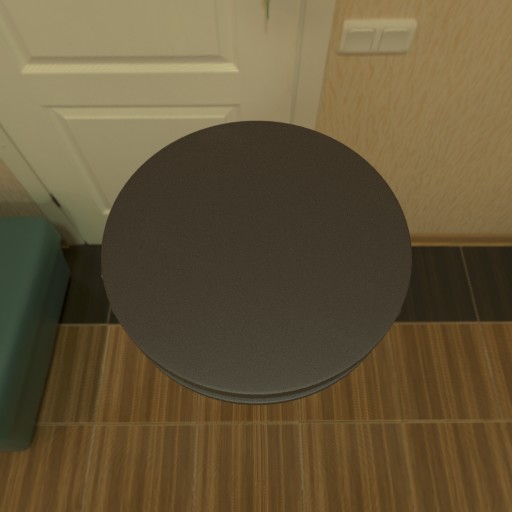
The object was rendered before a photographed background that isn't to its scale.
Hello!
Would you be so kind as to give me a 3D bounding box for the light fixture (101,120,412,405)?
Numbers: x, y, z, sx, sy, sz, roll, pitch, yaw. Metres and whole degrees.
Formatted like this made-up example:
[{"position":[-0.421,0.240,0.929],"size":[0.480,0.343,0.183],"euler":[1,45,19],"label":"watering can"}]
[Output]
[{"position":[0.000,0.000,0.554],"size":[0.356,0.102,0.356],"euler":[0,63,0],"label":"light fixture"}]
